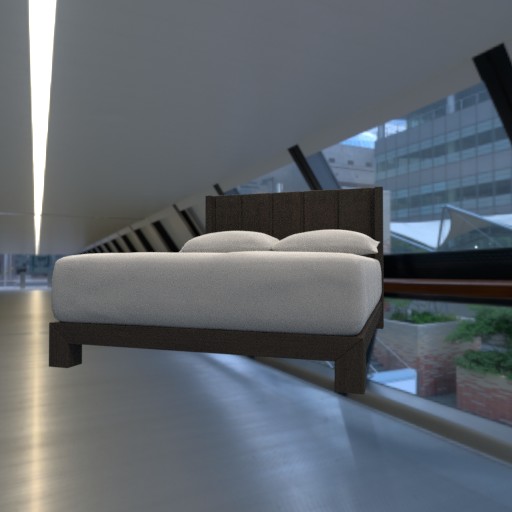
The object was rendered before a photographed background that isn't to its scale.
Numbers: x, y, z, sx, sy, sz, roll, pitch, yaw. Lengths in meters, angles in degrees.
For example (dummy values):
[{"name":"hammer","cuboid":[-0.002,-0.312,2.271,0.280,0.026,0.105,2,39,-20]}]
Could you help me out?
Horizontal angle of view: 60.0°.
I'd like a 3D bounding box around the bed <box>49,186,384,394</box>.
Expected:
[{"name":"bed","cuboid":[0.000,0.000,3.268,1.727,1.270,2.242,0,-1,18]}]
